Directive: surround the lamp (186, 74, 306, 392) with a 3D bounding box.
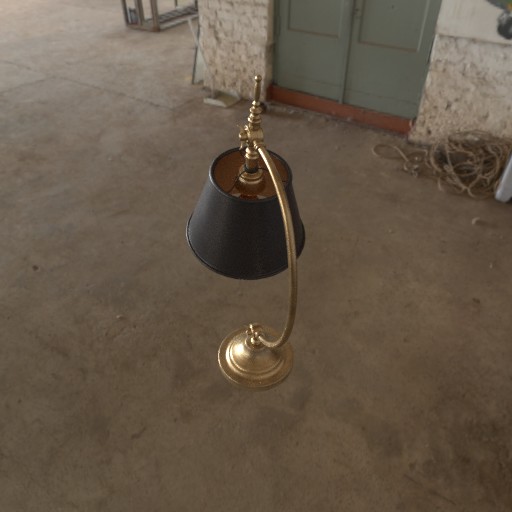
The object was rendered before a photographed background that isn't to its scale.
[{"bbox_3d":[0.000,0.000,0.841,0.235,0.675,0.344,-13,42,-15],"label":"lamp"}]
